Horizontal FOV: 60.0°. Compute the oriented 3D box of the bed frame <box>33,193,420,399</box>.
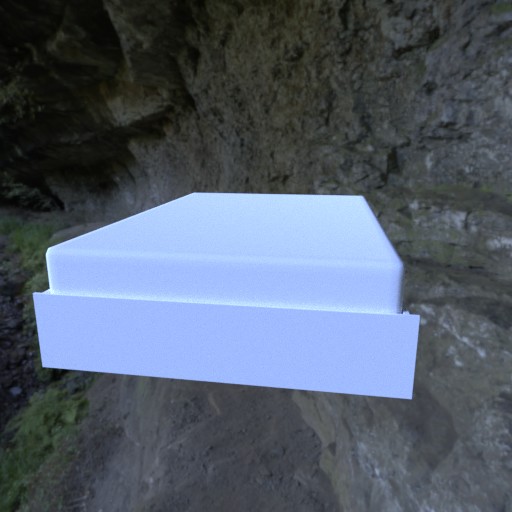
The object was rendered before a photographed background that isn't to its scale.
[{"bbox_3d":[0.000,0.000,2.561,1.445,0.497,1.945,2,15,9],"label":"bed frame"}]
